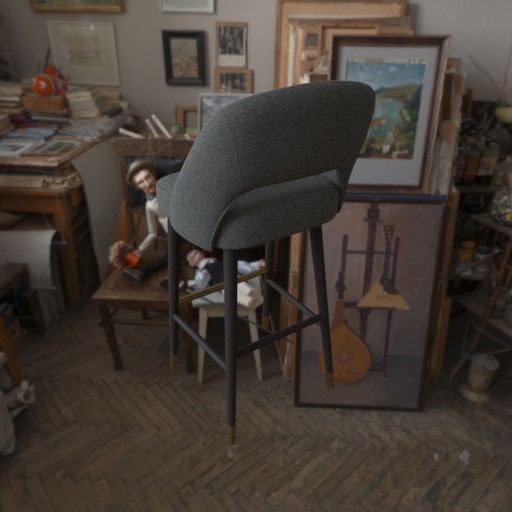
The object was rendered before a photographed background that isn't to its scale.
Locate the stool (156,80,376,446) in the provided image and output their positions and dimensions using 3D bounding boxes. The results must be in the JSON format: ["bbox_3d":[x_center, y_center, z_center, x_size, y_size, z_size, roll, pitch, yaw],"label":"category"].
[{"bbox_3d":[0.000,0.000,1.402,0.536,1.089,0.524,-18,34,-29],"label":"stool"}]
